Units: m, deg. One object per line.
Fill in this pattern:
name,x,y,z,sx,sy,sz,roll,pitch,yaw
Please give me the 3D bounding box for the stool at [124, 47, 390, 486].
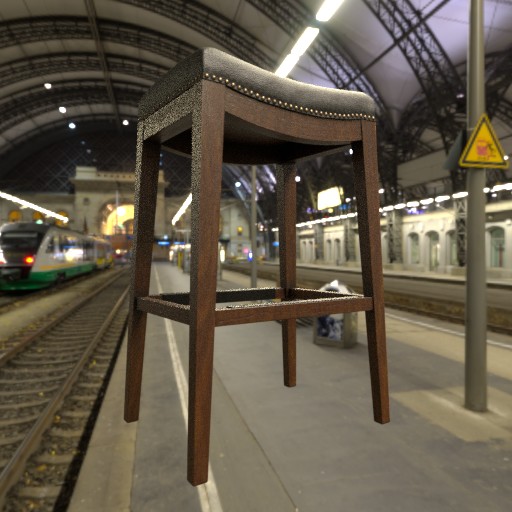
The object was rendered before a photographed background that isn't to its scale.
stool,0.000,0.000,1.022,0.500,0.765,0.361,0,0,-35
